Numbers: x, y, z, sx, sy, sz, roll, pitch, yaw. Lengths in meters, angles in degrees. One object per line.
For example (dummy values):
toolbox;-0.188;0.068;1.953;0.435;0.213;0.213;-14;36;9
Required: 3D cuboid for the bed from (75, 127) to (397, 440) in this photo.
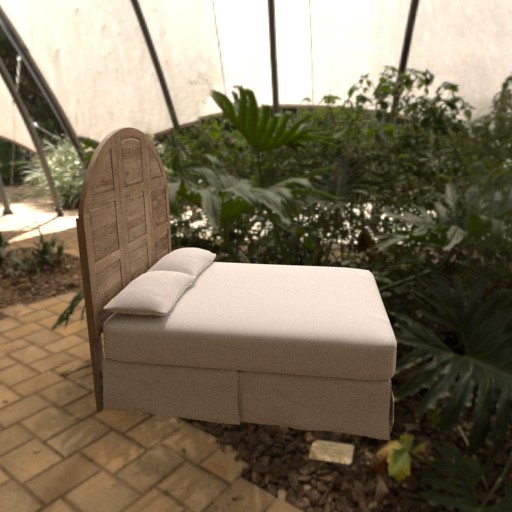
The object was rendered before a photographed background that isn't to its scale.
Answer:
bed;0.000;0.000;3.585;2.112;2.002;1.713;2;16;8
